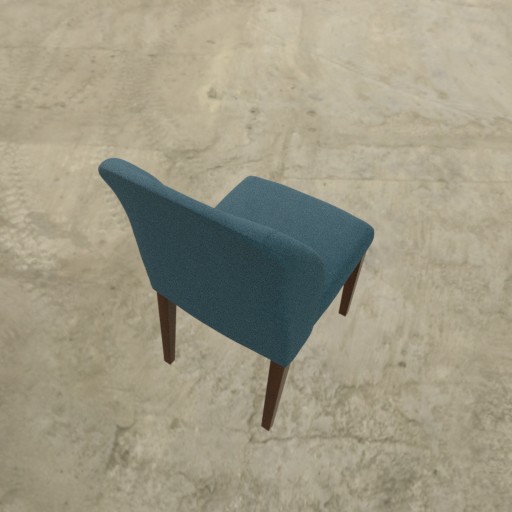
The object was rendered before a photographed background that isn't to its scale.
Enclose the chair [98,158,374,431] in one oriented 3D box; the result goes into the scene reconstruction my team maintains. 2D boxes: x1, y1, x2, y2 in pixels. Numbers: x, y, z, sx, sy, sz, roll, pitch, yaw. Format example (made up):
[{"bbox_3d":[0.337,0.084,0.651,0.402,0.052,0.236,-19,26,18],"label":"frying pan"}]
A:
[{"bbox_3d":[0.000,0.000,1.267,0.507,0.879,0.620,26,52,22],"label":"chair"}]
